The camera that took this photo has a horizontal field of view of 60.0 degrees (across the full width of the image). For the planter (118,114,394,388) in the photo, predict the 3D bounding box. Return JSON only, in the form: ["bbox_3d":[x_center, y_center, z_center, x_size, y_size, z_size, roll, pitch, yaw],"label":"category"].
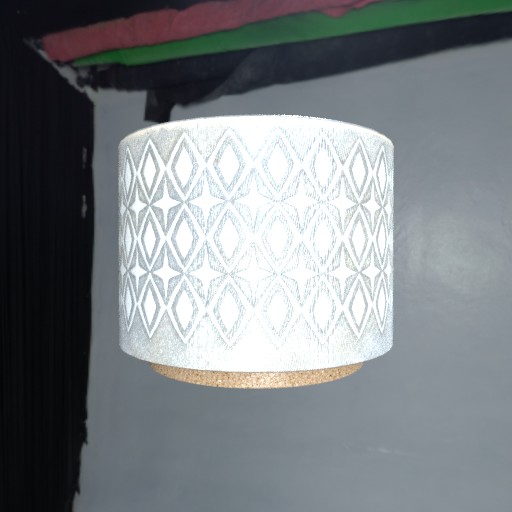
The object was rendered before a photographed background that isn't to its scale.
[{"bbox_3d":[0.000,0.000,0.315,0.186,0.144,0.186,0,1,0],"label":"planter"}]
